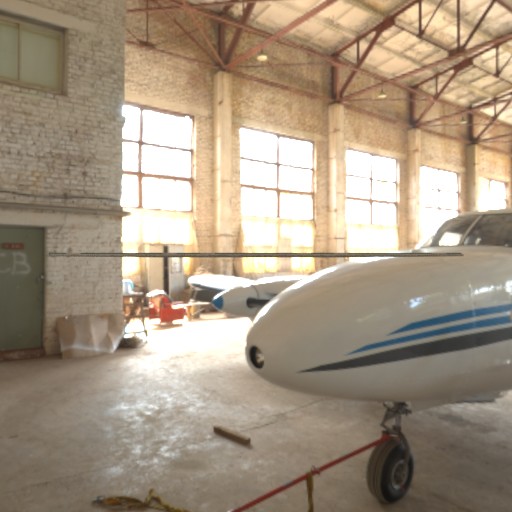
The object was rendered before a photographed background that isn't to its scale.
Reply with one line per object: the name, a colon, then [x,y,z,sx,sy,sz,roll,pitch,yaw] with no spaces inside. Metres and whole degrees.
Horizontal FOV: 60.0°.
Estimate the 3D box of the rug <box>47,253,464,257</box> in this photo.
rug: [0.000,0.000,4.138,2.466,0.021,3.049,0,0,0]
